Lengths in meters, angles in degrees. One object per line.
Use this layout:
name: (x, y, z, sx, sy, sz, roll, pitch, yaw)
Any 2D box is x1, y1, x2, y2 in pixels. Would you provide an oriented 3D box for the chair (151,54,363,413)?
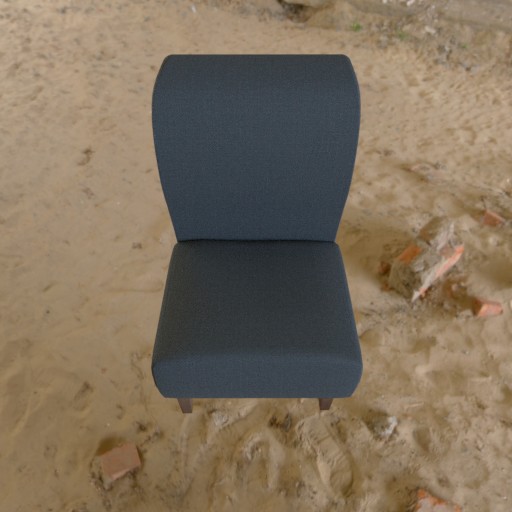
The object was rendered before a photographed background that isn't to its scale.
chair: (0.000, 0.000, 1.155, 0.513, 0.804, 0.592, -1, 47, -1)
